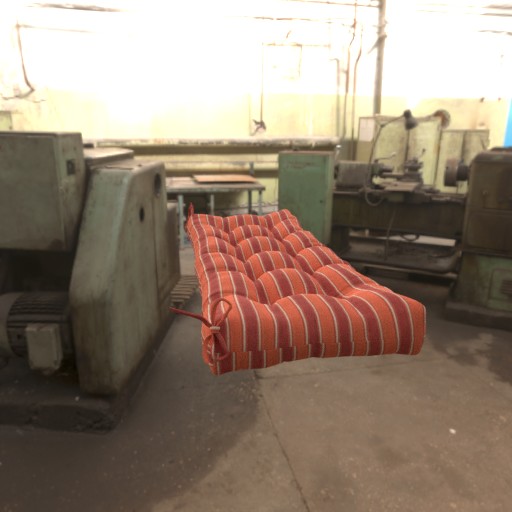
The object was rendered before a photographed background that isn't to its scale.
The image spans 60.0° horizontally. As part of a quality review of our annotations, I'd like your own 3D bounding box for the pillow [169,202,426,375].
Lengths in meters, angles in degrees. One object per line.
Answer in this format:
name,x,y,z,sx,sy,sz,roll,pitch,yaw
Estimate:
pillow,0.000,0.000,1.371,0.511,0.174,1.194,-3,16,-10
